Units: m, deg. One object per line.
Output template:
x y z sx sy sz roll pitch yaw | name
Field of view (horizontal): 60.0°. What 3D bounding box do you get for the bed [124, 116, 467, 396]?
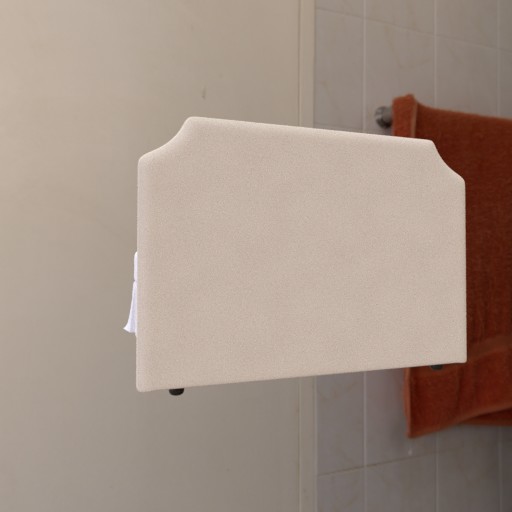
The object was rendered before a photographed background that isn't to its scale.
0.000 0.000 3.277 1.827 1.296 2.209 0 0 -18 | bed
